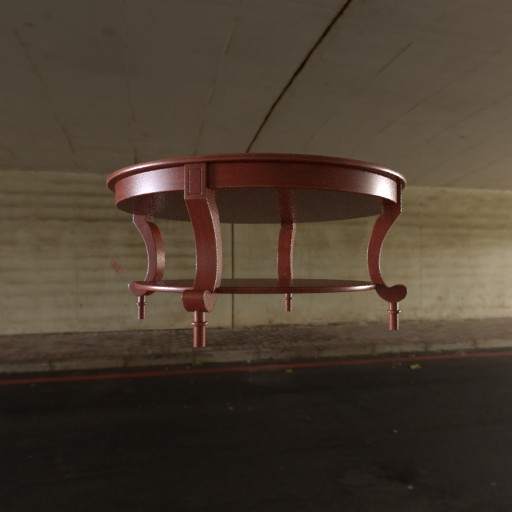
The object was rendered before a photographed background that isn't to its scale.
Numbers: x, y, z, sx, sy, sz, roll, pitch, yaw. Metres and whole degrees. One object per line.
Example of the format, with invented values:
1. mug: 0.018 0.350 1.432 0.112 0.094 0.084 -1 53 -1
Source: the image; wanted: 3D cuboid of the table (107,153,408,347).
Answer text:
1. table: 0.000 0.000 1.593 1.029 0.486 1.029 0 -1 0
